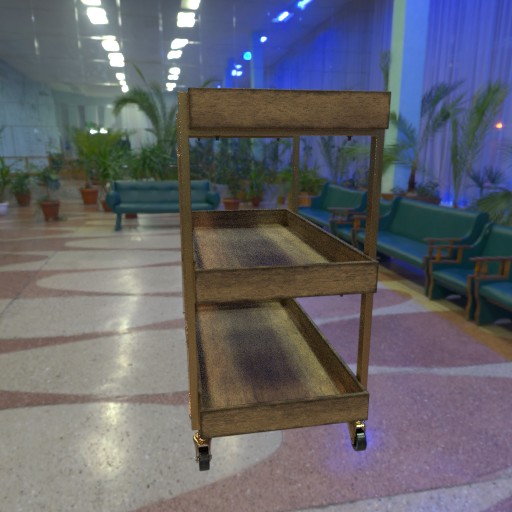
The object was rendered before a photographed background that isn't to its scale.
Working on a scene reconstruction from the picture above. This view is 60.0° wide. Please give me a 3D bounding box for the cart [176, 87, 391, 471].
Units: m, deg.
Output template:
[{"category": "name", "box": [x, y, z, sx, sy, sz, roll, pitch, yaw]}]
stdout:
[{"category": "cart", "box": [0.000, 0.000, 1.240, 0.416, 0.799, 0.750, -3, 15, -10]}]
